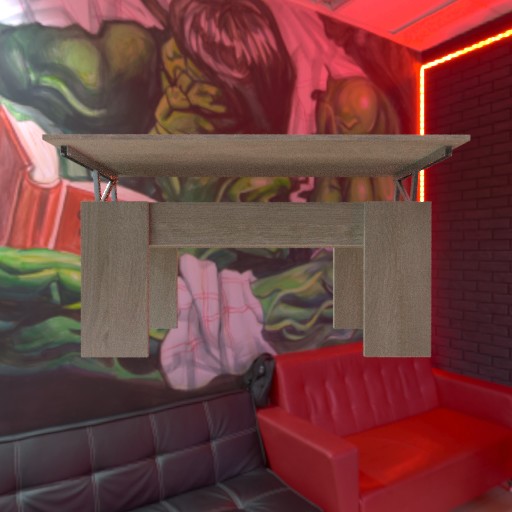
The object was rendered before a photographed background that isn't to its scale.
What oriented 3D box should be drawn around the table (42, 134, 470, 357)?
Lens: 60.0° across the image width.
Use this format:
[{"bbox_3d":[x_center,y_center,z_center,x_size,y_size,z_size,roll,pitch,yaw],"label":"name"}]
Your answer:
[{"bbox_3d":[0.000,0.000,1.390,1.000,0.570,0.711,0,0,0],"label":"table"}]
